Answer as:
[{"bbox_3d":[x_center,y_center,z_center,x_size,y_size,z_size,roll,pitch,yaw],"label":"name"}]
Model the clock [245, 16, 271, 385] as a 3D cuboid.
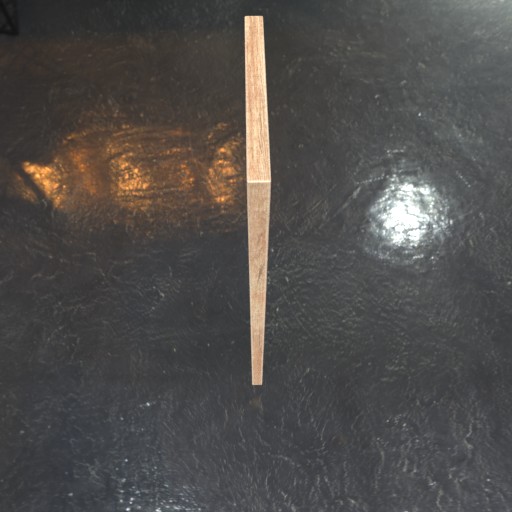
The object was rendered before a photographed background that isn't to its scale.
[{"bbox_3d":[0.000,0.000,1.064,0.030,0.965,0.361,-1,59,-1],"label":"clock"}]
